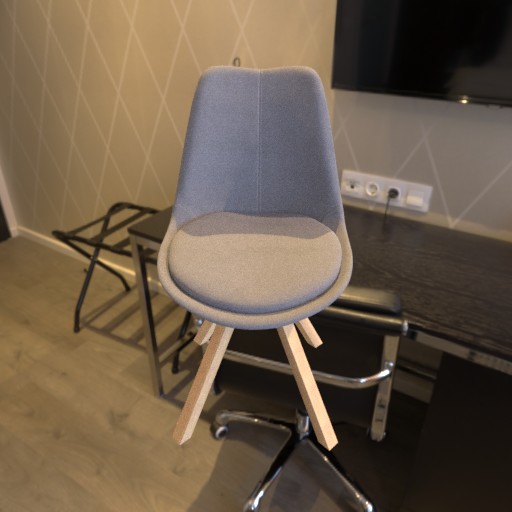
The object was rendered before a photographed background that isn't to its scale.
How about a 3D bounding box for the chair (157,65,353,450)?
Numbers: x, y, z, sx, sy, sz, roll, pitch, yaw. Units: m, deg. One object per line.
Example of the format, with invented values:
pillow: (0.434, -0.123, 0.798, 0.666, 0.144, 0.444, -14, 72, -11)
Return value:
chair: (0.000, 0.000, 1.159, 0.474, 0.863, 0.549, 1, 30, 2)
